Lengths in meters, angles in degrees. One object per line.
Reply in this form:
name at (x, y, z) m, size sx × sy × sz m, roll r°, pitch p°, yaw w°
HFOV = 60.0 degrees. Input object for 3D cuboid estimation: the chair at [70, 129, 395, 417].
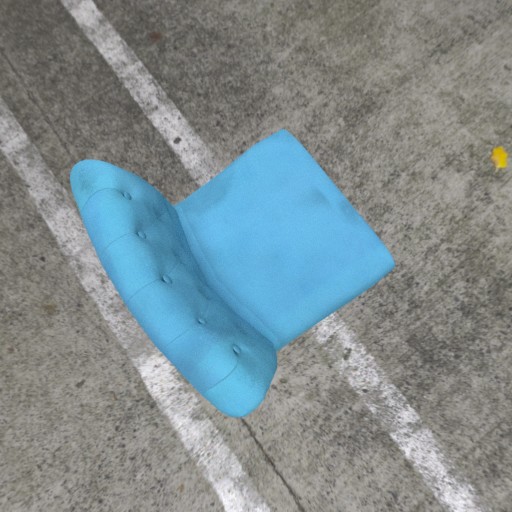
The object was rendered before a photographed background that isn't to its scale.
chair at (0.000, 0.000, 1.198) m, size 0.605 × 0.750 × 0.582 m, roll -35°, pitch 79°, yaw -8°
